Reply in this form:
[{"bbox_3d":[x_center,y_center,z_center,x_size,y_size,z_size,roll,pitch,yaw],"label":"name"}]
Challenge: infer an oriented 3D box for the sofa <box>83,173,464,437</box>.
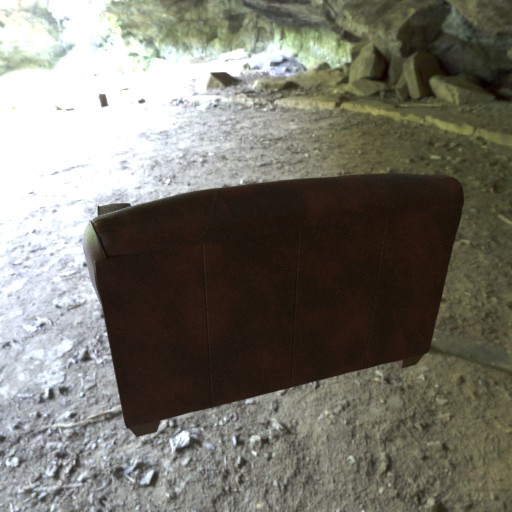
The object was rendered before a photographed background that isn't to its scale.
[{"bbox_3d":[0.000,0.000,2.082,1.413,0.956,1.000,-9,29,-17],"label":"sofa"}]
